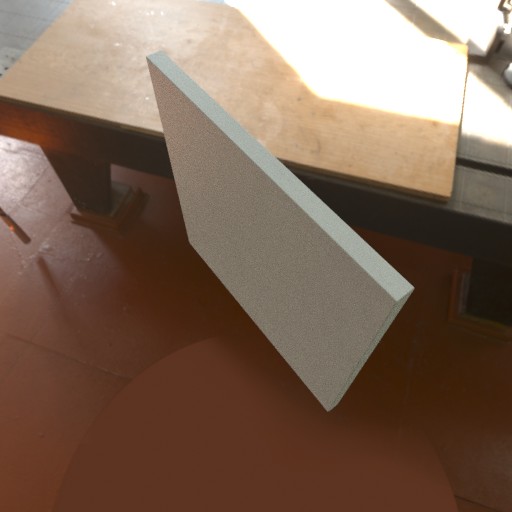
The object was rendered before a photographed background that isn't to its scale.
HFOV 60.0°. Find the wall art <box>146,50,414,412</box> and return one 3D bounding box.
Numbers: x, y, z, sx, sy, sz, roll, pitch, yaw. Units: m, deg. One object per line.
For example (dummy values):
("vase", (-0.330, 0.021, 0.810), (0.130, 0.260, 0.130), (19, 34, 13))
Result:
("wall art", (0.000, 0.000, 1.165), (0.040, 0.762, 0.762), (-33, 64, -18))
